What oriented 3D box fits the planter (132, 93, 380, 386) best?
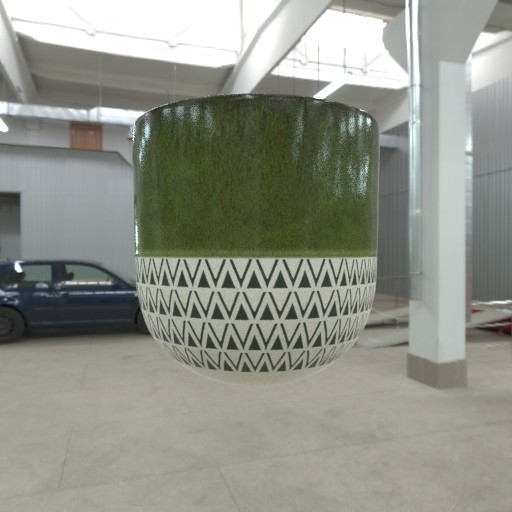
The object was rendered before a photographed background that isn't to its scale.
[{"bbox_3d":[0.000,0.000,0.496,0.266,0.270,0.266,0,1,0],"label":"planter"}]
